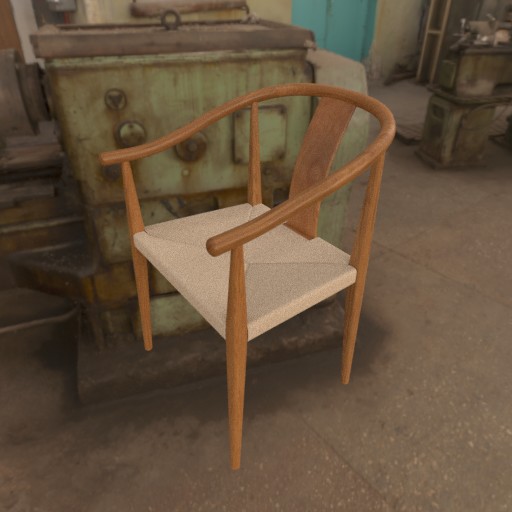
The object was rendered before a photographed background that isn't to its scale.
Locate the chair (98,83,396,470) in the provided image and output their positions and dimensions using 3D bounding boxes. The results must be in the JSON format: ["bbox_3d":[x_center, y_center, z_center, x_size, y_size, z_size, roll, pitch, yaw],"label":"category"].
[{"bbox_3d":[0.000,0.000,1.200,0.579,0.800,0.556,-21,38,-30],"label":"chair"}]
